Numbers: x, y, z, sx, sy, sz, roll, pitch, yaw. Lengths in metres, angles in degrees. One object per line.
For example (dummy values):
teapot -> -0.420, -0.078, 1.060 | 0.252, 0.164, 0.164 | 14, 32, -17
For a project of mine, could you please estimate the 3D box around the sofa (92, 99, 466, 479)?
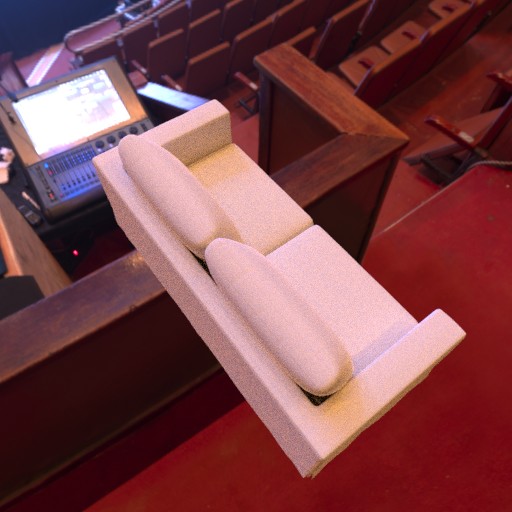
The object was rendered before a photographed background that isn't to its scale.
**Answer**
sofa -> 0.000, 0.000, 2.593 | 0.954, 0.881, 2.163 | -33, 64, -19
